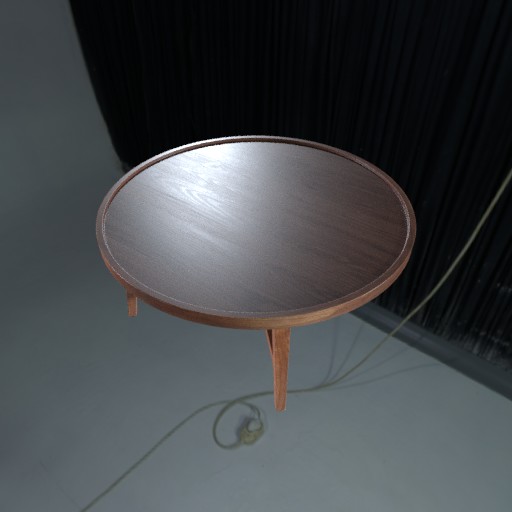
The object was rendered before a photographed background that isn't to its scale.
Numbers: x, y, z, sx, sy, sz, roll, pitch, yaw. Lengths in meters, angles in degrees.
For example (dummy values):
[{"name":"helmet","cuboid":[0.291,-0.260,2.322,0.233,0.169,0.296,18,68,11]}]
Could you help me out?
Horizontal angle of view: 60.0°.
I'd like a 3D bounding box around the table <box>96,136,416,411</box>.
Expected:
[{"name":"table","cuboid":[0.000,0.000,1.264,0.800,0.360,0.800,0,40,0]}]
